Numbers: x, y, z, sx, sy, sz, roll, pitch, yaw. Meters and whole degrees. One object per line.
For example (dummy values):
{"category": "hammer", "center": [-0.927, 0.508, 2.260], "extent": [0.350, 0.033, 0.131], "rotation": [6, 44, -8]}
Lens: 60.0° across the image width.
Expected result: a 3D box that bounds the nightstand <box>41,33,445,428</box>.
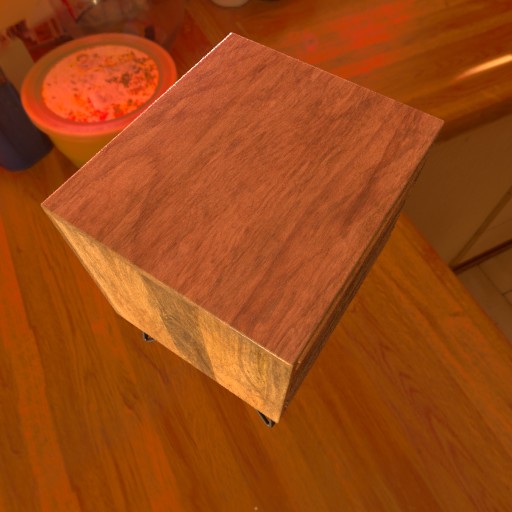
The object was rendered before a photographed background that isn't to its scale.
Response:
{"category": "nightstand", "center": [0.000, 0.000, 0.885], "extent": [0.406, 0.559, 0.457], "rotation": [30, 65, 16]}
